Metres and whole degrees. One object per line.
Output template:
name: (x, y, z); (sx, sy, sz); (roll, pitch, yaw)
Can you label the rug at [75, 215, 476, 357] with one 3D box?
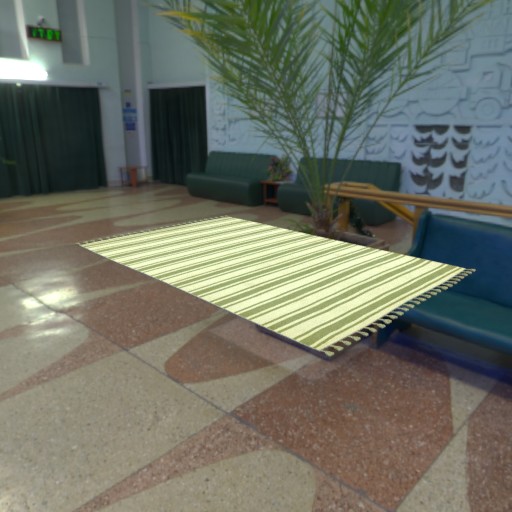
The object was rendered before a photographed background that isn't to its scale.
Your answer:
rug: (0.000, 0.000, 3.106); (1.540, 0.018, 2.435); (-16, 23, -42)
